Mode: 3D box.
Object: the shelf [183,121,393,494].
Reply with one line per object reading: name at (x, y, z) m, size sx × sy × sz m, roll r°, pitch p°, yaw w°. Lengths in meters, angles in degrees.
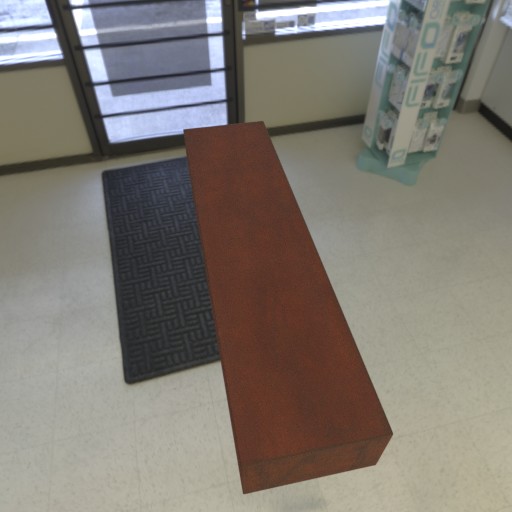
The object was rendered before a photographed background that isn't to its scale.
shelf at (0.000, 0.000, 0.660) m, size 0.152 × 0.088 × 0.607 m, roll -8°, pitch 47°, yaw -8°
